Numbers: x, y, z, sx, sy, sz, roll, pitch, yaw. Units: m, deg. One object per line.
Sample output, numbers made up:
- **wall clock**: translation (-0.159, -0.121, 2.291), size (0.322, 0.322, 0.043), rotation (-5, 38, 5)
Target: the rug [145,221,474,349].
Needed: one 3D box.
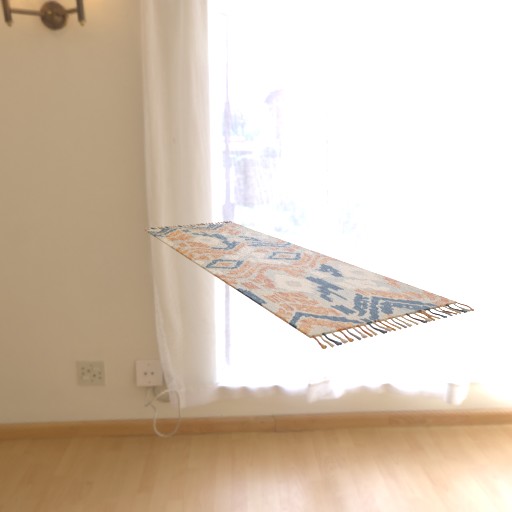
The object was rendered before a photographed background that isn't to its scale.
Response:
- **rug**: translation (0.000, 0.000, 2.676), size (0.783, 0.010, 2.437), rotation (-7, 16, -27)
